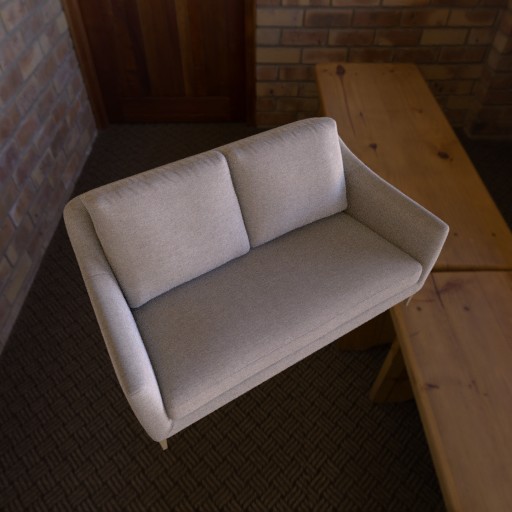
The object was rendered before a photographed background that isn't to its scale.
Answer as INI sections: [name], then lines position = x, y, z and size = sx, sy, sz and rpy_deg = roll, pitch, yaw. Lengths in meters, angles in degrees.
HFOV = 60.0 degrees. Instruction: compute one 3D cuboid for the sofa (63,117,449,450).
[sofa]
position = 0.000, 0.000, 2.183
size = 1.619, 0.904, 0.960
rpy_deg = -24, 51, -22
